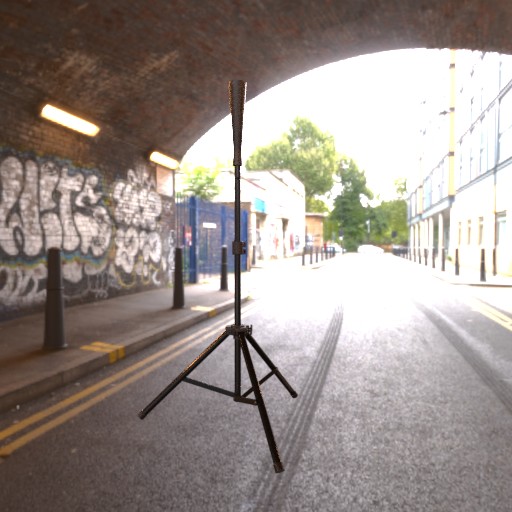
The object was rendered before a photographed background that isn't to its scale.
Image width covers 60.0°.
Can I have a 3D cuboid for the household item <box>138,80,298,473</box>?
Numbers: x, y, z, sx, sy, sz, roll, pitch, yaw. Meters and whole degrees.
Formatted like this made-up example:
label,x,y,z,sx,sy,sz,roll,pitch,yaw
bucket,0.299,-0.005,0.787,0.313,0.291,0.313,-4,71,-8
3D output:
label,x,y,z,sx,sy,sz,roll,pitch,yaw
household item,0.000,0.000,1.372,0.559,1.067,0.559,-1,2,-36
